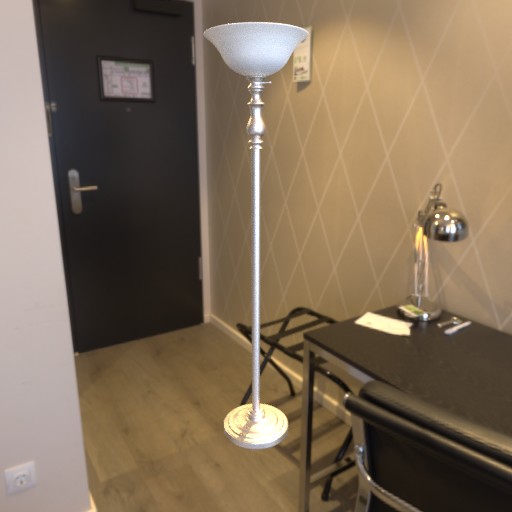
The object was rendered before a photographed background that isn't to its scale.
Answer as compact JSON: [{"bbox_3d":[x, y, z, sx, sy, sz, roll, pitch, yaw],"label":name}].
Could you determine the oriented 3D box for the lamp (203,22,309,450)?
[{"bbox_3d":[0.000,0.000,1.947,0.405,1.771,0.405,8,17,26],"label":"lamp"}]
